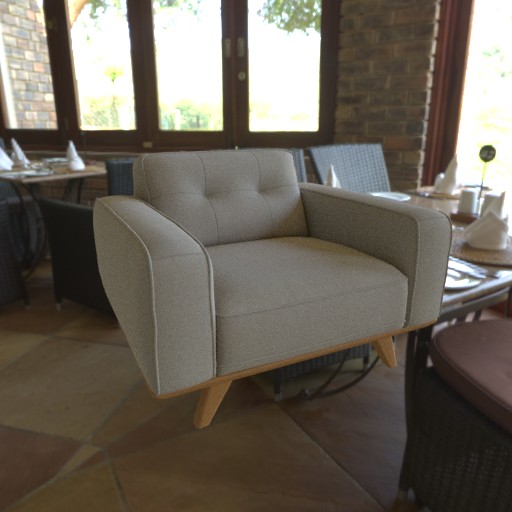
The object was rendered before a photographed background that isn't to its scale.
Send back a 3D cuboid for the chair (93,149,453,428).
[{"bbox_3d":[0.000,0.000,1.749,1.115,0.779,0.953,-8,19,-26],"label":"chair"}]
